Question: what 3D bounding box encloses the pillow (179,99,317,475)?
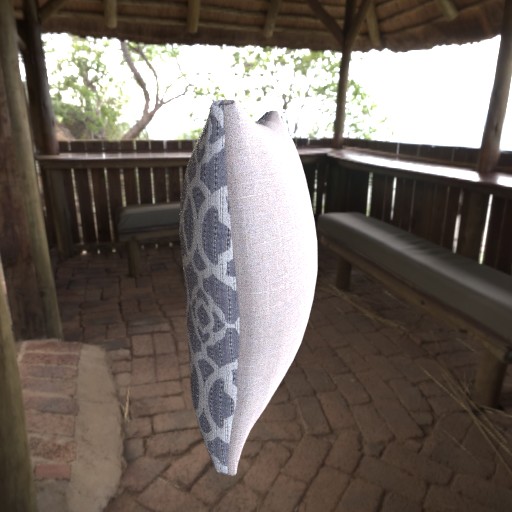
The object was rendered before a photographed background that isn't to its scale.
[{"bbox_3d":[0.000,0.000,0.778,0.215,0.498,0.508,2,17,8],"label":"pillow"}]
